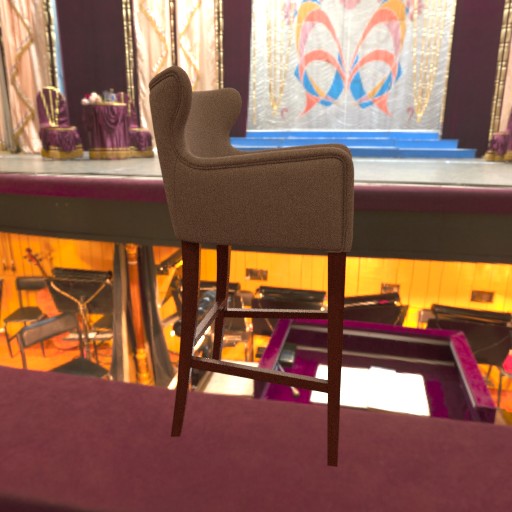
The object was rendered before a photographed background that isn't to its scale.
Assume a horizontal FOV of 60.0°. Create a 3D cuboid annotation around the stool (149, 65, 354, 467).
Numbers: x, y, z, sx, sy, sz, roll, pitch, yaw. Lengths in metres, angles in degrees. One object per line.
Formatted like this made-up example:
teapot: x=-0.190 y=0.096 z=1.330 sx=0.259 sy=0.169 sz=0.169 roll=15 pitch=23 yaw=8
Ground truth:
stool: x=0.000 y=0.000 z=1.395 sx=0.575 sy=1.047 sz=0.575 roll=3 pitch=16 yaw=11
